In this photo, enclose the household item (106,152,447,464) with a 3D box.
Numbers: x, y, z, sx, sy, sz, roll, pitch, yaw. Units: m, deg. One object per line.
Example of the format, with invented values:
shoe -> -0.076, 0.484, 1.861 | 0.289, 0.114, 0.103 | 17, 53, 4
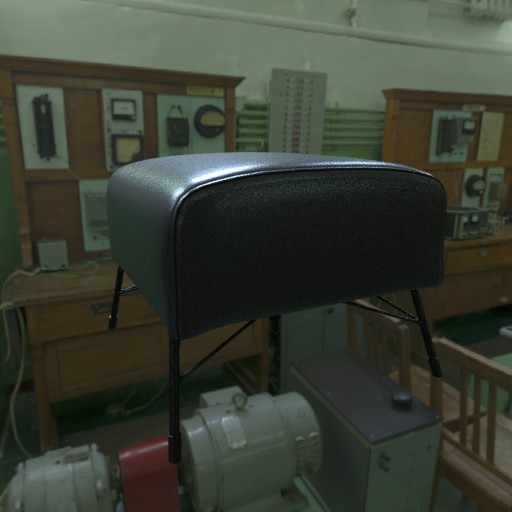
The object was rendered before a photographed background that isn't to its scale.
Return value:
household item -> 0.000, 0.000, 0.899 | 0.530, 0.410, 0.530 | -7, 16, -26
